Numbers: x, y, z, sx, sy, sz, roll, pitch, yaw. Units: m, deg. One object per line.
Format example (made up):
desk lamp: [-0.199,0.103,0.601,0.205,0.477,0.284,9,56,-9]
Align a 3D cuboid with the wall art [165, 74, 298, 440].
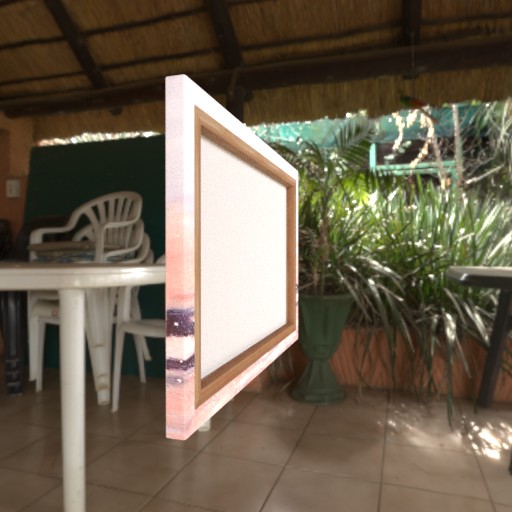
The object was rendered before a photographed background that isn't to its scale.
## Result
wall art: [0.000,0.000,1.175,0.038,0.609,0.913,0,0,17]
